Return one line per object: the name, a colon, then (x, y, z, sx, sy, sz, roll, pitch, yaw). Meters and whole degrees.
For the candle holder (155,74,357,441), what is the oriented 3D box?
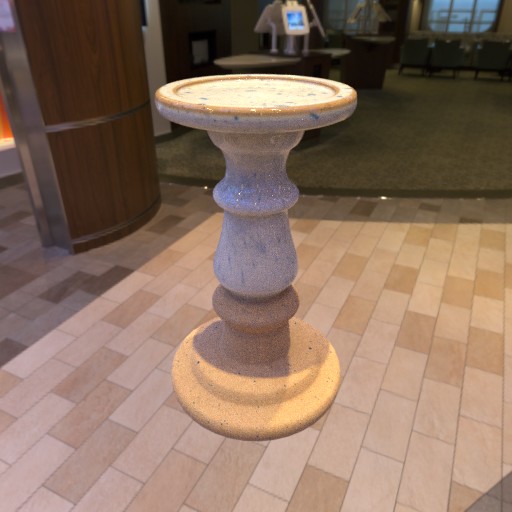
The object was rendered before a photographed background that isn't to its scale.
candle holder: (0.000, 0.000, 0.280, 0.123, 0.202, 0.123, 0, 30, 0)
